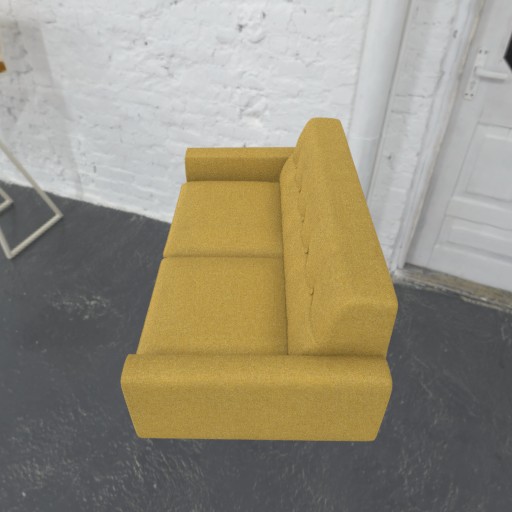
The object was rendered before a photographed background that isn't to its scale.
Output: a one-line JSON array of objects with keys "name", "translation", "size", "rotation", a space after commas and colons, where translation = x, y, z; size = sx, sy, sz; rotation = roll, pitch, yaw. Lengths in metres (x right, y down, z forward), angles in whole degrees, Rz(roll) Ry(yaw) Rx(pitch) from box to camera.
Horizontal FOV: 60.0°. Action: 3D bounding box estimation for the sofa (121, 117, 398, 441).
[{"name": "sofa", "translation": [0.000, 0.000, 2.124], "size": [0.909, 0.841, 1.631], "rotation": [1, 40, 1]}]
